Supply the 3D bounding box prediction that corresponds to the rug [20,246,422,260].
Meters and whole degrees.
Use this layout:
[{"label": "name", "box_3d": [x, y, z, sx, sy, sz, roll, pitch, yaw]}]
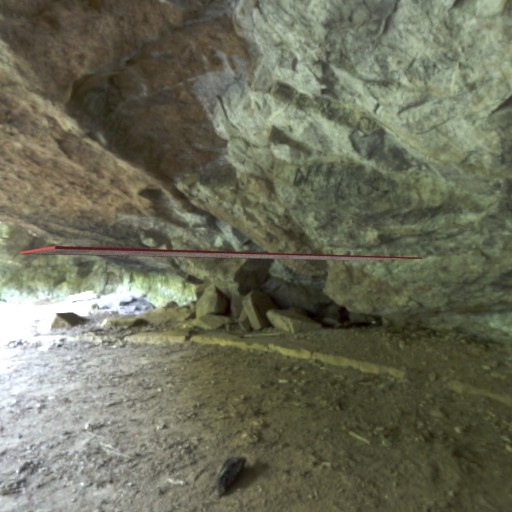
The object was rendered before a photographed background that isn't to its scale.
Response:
[{"label": "rug", "box_3d": [0.000, 0.000, 2.518, 2.292, 0.015, 0.659, 1, -2, -38]}]
